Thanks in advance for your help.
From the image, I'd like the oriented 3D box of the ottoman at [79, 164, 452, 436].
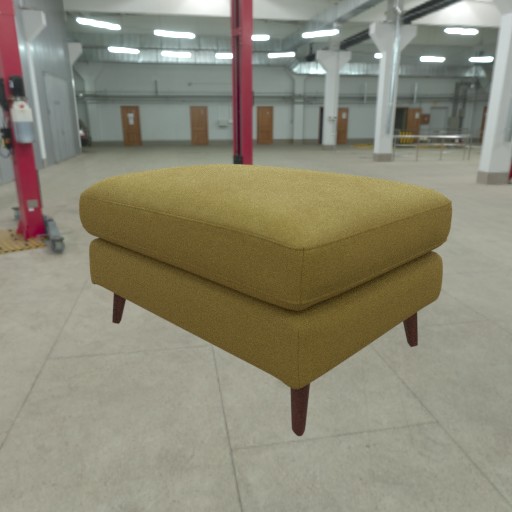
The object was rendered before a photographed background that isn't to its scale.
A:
[{"bbox_3d":[0.000,0.000,1.178,0.811,0.449,0.608,16,23,42],"label":"ottoman"}]
